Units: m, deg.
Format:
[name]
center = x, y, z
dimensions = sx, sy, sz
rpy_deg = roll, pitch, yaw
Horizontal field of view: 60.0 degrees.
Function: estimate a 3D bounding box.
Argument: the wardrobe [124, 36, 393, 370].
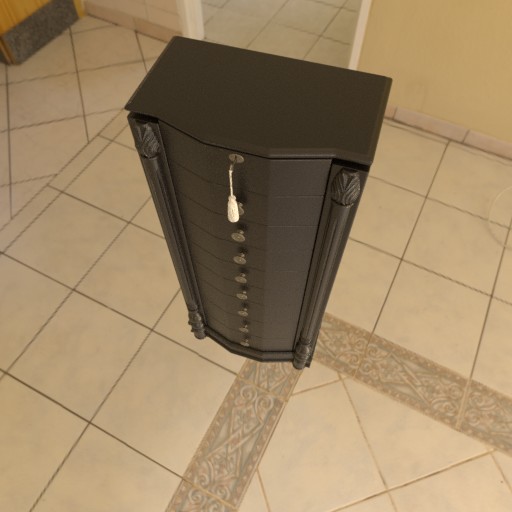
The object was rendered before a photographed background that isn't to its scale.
[wardrobe]
center = 0.000, 0.000, 1.186
dimensions = 0.444, 1.011, 0.295
rpy_deg = 15, 60, 9
